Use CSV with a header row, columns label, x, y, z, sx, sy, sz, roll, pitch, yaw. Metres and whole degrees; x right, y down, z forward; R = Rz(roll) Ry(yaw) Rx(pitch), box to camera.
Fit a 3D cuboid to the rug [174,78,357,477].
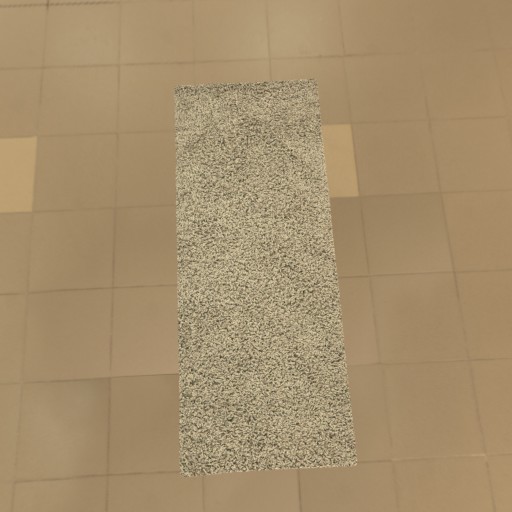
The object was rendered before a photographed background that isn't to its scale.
label,x,y,z,sx,sy,sz,roll,pitch,yaw
rug,0.000,0.000,1.705,0.609,0.030,1.524,-3,76,-1
